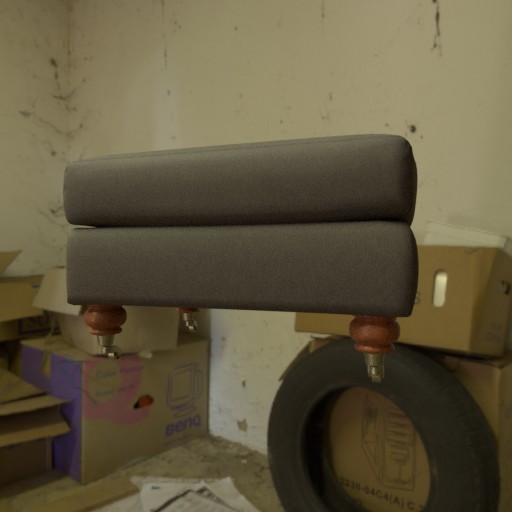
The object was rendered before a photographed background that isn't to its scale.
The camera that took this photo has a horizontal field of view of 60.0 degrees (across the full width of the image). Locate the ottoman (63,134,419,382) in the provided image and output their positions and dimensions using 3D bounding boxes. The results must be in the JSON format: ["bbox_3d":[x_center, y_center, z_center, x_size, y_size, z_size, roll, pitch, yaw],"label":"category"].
[{"bbox_3d":[0.000,0.000,1.141,0.773,0.497,0.574,0,0,18],"label":"ottoman"}]
